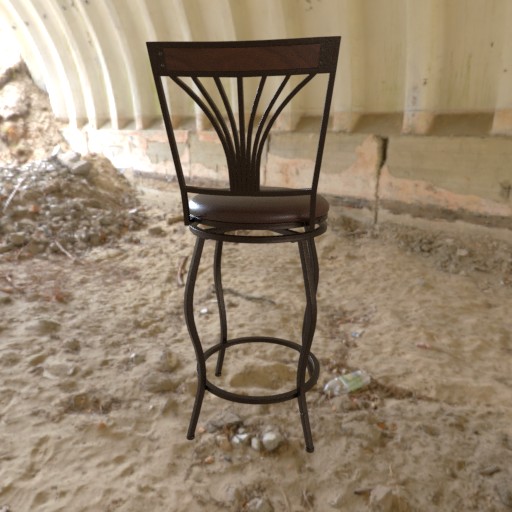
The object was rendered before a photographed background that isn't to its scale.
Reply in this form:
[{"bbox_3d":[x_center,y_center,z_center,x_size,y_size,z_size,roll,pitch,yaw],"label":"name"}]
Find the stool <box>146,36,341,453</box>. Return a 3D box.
[{"bbox_3d":[0.000,0.000,1.335,0.433,1.117,0.514,2,16,8],"label":"stool"}]
